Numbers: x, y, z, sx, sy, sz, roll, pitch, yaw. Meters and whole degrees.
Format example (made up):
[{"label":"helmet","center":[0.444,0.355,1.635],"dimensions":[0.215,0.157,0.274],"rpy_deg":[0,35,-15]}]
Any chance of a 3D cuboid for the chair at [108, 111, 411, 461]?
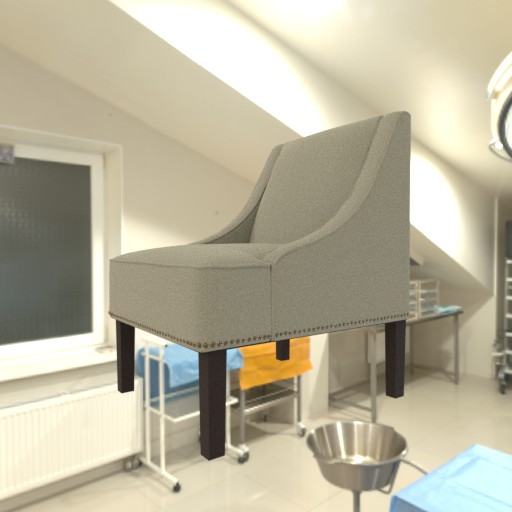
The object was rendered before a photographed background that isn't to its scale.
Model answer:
[{"label":"chair","center":[0.000,0.000,1.362],"dimensions":[0.737,0.864,0.610],"rpy_deg":[-1,2,-36]}]
